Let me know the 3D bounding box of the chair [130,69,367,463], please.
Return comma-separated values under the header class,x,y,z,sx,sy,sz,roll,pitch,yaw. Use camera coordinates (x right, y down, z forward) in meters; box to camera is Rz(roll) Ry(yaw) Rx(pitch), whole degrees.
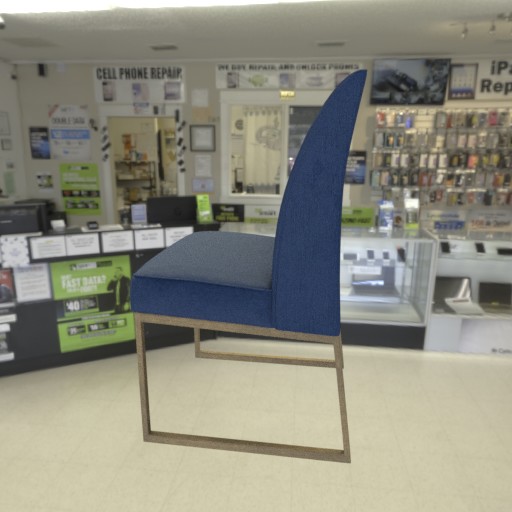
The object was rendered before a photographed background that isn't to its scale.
class,x,y,z,sx,sy,sz,roll,pitch,yaw
chair,0.000,0.000,1.195,0.522,0.863,0.508,2,14,9
